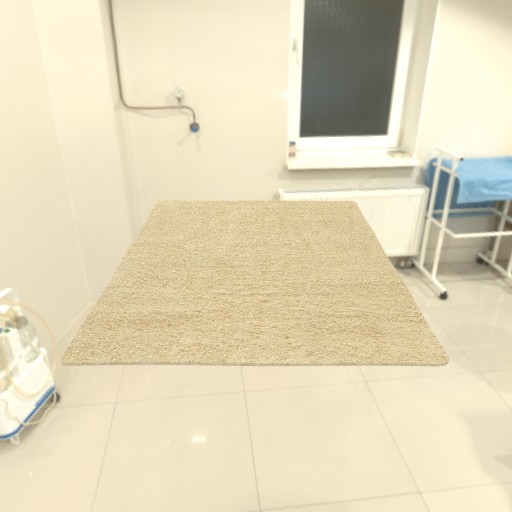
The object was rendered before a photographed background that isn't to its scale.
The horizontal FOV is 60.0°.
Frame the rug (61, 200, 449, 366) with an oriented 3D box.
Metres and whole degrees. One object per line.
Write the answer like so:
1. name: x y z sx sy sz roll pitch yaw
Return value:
1. rug: 0.000 0.000 4.043 2.401 0.025 3.001 0 26 0
